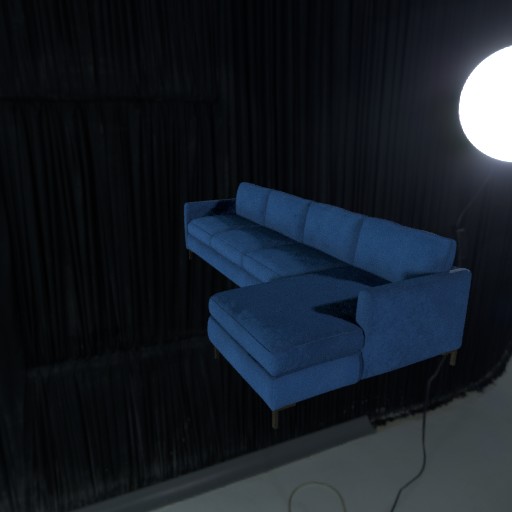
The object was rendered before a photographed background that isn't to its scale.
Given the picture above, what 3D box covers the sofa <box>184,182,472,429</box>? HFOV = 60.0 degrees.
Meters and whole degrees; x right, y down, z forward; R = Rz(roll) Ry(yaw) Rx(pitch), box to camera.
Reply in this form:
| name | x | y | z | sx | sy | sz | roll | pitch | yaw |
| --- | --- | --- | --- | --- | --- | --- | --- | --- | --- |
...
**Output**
| name | x | y | z | sx | sy | sz | roll | pitch | yaw |
| --- | --- | --- | --- | --- | --- | --- | --- | --- | --- |
| sofa | 0.000 | 0.000 | 3.533 | 1.350 | 0.810 | 2.932 | -8 | 19 | -26 |
